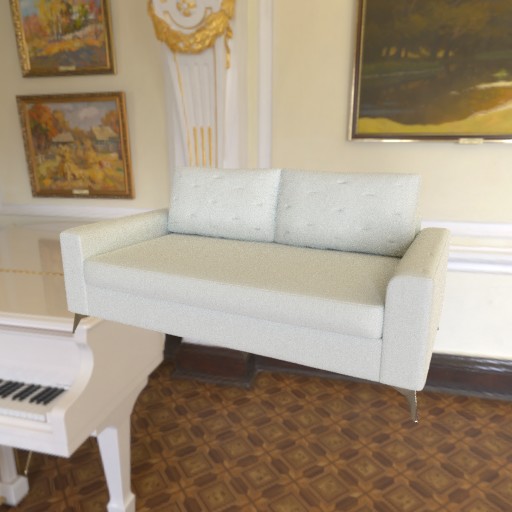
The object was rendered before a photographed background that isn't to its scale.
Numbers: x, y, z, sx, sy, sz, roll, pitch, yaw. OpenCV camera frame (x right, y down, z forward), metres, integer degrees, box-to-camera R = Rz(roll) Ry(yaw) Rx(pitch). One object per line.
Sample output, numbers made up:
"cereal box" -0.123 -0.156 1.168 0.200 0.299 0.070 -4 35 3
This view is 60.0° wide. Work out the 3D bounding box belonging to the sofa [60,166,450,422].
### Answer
"sofa" 0.000 0.000 2.112 1.650 0.790 0.920 7 16 25
